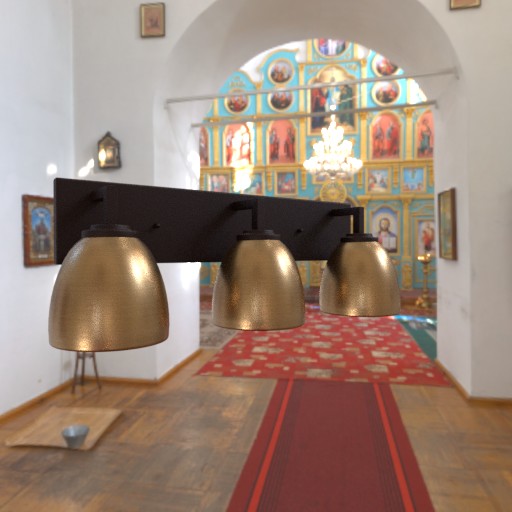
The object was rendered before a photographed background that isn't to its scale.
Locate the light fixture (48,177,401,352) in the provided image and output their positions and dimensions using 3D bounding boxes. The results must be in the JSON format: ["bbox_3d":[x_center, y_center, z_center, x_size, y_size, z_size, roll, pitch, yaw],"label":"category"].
[{"bbox_3d":[0.000,0.000,0.674,0.582,0.204,0.157,0,1,-35],"label":"light fixture"}]
